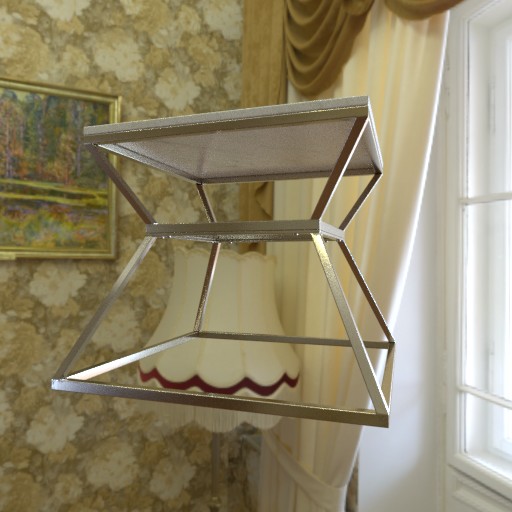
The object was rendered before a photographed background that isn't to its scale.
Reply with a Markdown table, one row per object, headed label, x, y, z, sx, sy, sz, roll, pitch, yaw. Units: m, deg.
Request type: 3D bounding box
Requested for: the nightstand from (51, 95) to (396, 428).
| label | x | y | z | sx | sy | sz | roll | pitch | yaw |
| --- | --- | --- | --- | --- | --- | --- | --- | --- | --- |
| nightstand | 0.000 | 0.000 | 0.867 | 0.513 | 0.426 | 0.514 | 0 | -1 | 18 |
